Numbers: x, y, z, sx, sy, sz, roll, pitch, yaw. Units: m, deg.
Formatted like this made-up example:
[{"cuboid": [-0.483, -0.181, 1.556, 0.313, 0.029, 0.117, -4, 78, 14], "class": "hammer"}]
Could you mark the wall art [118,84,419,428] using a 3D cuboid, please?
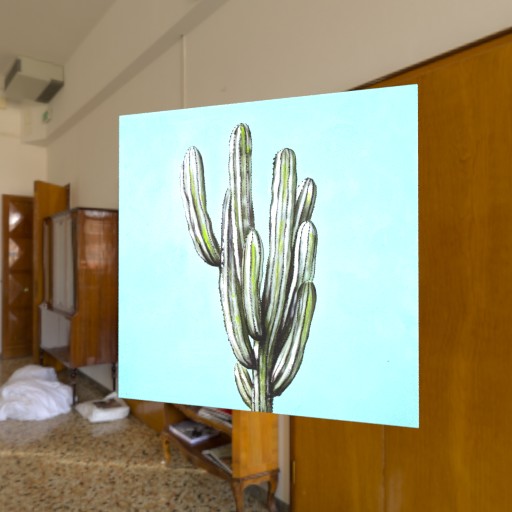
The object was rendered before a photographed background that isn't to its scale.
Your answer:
[{"cuboid": [0.000, 0.000, 0.879, 0.603, 0.603, 0.036, 0, -1, 17], "class": "wall art"}]
